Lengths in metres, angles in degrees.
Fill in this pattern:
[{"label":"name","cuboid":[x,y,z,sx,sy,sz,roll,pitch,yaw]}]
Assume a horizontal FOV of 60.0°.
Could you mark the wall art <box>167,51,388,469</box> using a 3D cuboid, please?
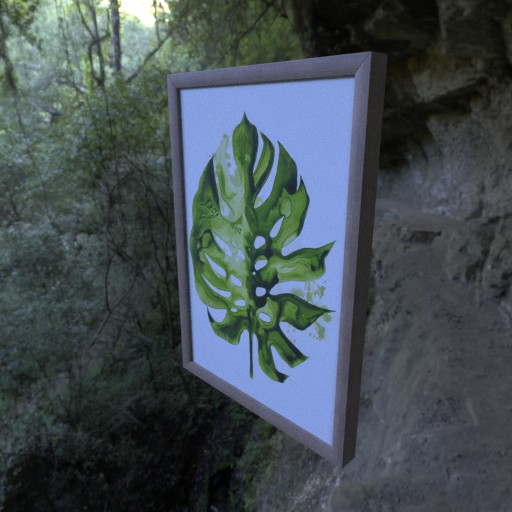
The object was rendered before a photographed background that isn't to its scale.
[{"label":"wall art","cuboid":[0.000,0.000,0.643,0.031,0.509,0.356,-17,24,-42]}]
